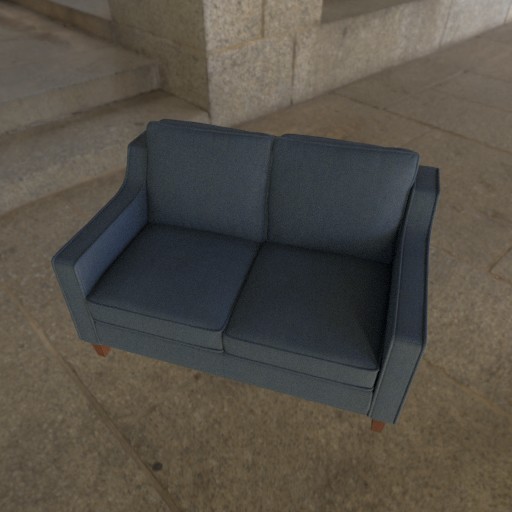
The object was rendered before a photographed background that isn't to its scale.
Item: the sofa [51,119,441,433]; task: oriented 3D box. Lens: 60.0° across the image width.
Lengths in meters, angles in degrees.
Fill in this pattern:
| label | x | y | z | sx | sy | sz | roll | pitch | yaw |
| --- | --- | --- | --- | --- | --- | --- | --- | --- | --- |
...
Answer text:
| label | x | y | z | sx | sy | sz | roll | pitch | yaw |
| --- | --- | --- | --- | --- | --- | --- | --- | --- | --- |
| sofa | 0.000 | 0.000 | 2.107 | 1.501 | 0.971 | 0.987 | 11 | 42 | 13 |
